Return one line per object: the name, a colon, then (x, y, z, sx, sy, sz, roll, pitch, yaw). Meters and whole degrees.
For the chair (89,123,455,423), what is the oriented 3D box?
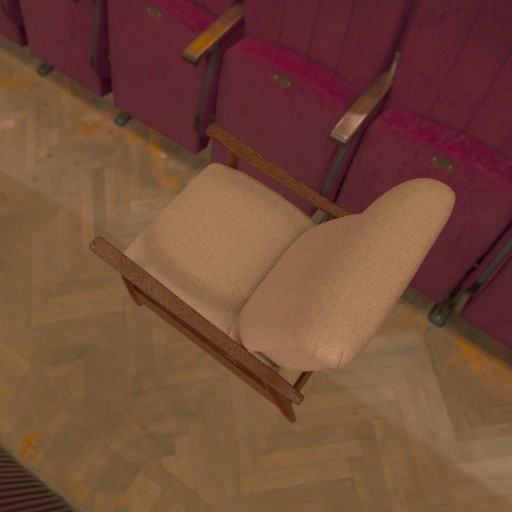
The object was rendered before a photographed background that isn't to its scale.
chair: (0.000, 0.000, 1.757, 1.030, 1.082, 0.762, 34, 69, 15)
